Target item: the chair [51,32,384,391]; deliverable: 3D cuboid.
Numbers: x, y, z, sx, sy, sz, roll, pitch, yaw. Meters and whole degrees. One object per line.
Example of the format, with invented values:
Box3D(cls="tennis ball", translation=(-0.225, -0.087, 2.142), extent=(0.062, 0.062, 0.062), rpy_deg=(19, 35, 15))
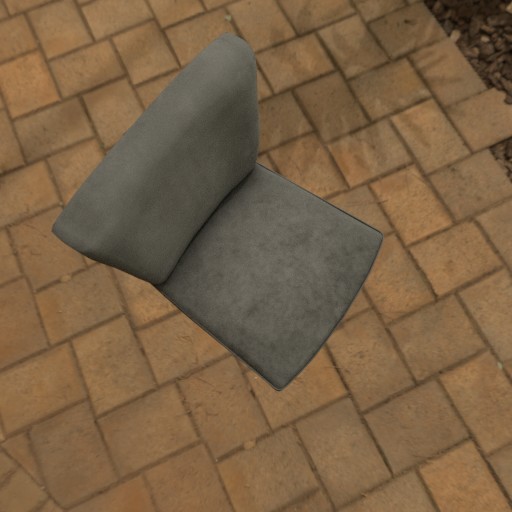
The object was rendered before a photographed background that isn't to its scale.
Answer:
Box3D(cls="chair", translation=(0.000, 0.000, 1.165), extent=(0.554, 0.806, 0.521), rpy_deg=(34, 77, 9))
